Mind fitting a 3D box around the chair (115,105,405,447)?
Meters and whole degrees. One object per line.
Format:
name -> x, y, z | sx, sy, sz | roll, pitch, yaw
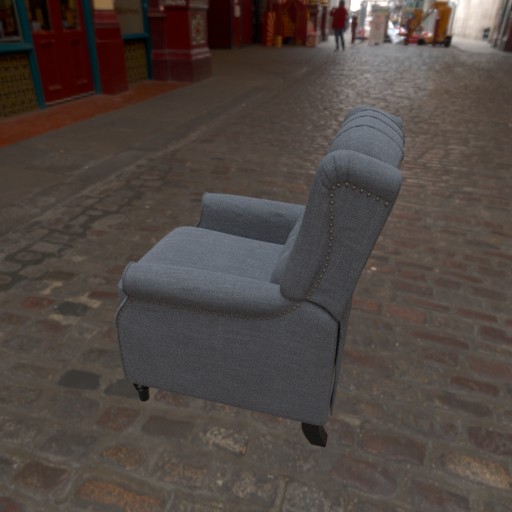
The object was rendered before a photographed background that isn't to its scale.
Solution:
chair -> 0.000, 0.000, 1.609 | 0.898, 1.035, 0.742 | 8, 30, 14
